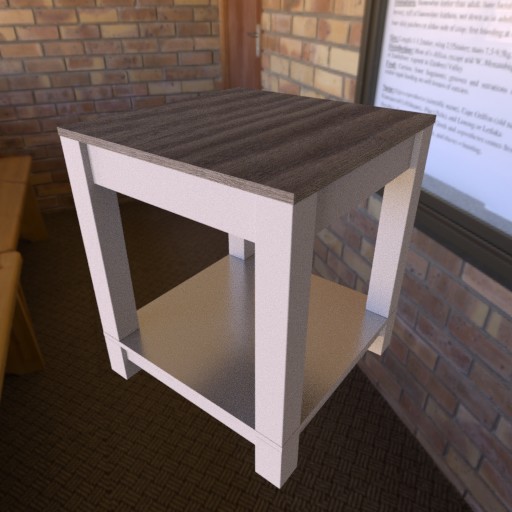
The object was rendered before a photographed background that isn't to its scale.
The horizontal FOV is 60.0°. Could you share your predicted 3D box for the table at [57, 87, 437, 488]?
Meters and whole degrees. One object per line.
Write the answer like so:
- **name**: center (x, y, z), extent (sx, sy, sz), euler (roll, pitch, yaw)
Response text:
- **table**: center (0.000, 0.000, 0.977), extent (0.504, 0.587, 0.506), euler (21, 37, 32)
